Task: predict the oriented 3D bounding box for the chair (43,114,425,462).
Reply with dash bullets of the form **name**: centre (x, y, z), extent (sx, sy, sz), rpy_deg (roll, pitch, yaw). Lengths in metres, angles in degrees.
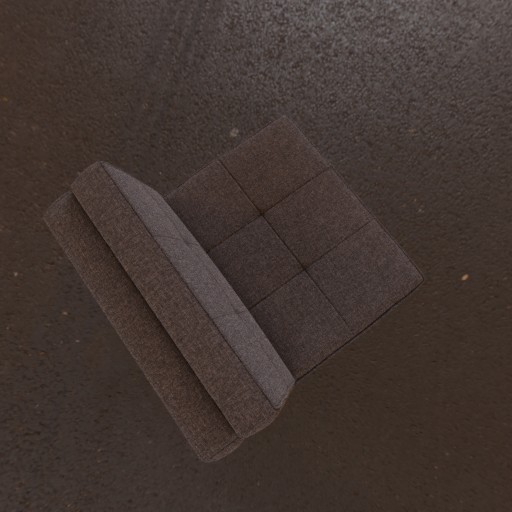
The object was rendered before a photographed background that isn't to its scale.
- **chair**: centre (0.000, 0.000, 1.302), extent (0.800, 0.615, 0.740), rpy_deg (-36, 79, -8)
